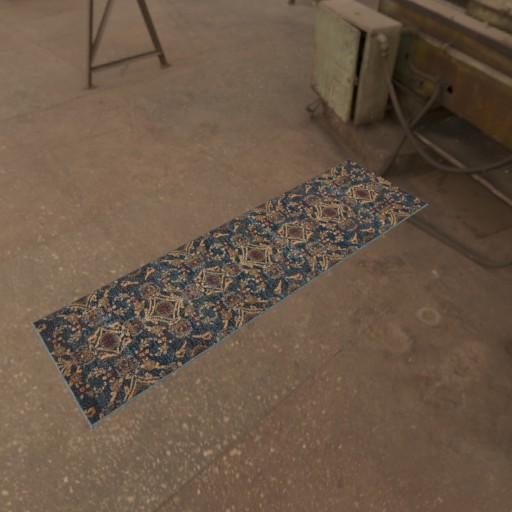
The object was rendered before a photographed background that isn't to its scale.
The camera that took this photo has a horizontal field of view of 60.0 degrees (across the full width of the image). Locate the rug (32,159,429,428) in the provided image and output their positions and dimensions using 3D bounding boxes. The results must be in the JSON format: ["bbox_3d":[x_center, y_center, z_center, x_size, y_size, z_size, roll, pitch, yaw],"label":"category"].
[{"bbox_3d":[0.000,0.000,2.503,2.292,0.014,0.685,-30,52,-27],"label":"rug"}]
